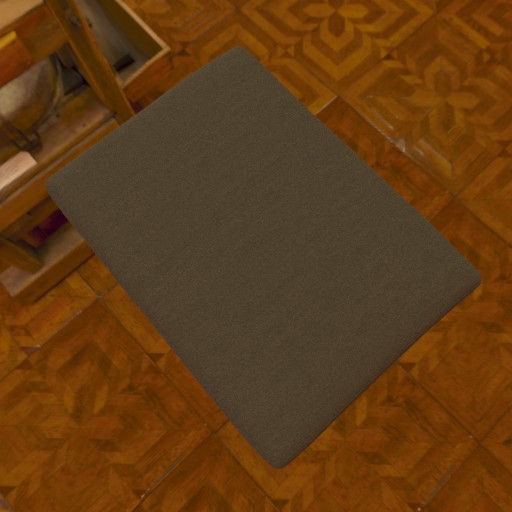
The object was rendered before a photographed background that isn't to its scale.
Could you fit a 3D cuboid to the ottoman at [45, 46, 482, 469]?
[{"bbox_3d":[0.000,0.000,1.109,0.569,0.500,0.771,-40,78,-10],"label":"ottoman"}]
